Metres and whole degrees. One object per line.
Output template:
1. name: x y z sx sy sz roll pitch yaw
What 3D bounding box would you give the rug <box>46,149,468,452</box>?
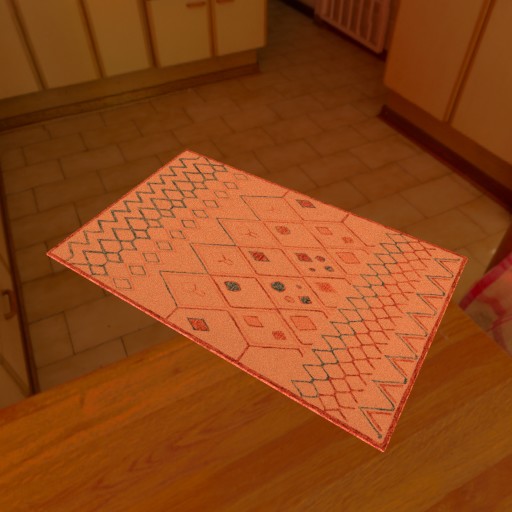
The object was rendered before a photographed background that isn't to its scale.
1. rug: 0.000 0.000 3.020 2.438 0.015 1.524 25 51 22
